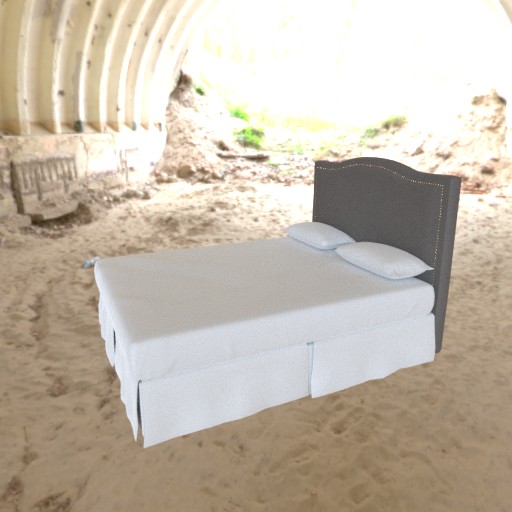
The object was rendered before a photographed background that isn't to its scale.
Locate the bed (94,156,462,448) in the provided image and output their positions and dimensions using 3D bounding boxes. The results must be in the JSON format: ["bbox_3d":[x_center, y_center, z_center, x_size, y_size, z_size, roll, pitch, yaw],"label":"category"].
[{"bbox_3d":[0.000,0.000,3.423,2.282,1.436,1.821,-7,18,-24],"label":"bed"}]
